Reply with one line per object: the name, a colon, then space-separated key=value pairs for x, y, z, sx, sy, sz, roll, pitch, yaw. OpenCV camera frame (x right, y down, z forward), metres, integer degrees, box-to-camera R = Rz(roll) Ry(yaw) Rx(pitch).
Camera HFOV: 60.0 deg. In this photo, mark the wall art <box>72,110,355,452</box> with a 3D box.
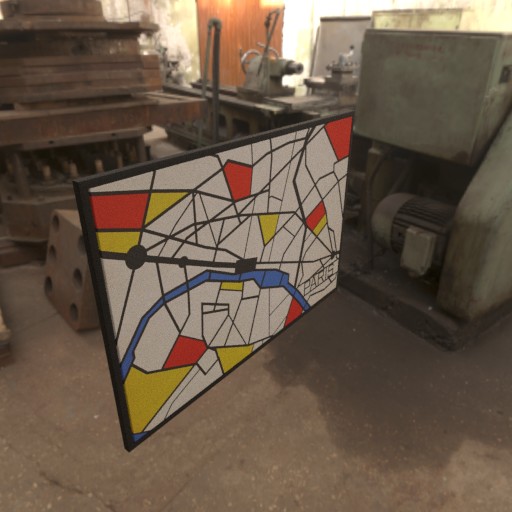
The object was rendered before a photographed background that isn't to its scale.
wall art: x=0.000 y=0.000 z=0.852 sx=0.013 sy=0.458 sz=0.664 roll=21 pitch=34 yaw=35
